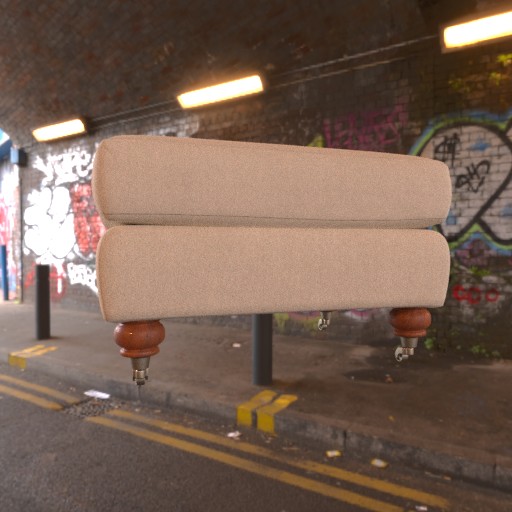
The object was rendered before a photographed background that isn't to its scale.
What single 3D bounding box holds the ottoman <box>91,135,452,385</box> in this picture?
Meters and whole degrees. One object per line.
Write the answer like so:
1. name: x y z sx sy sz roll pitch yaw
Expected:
1. ottoman: 0.000 0.000 1.131 0.773 0.499 0.569 0 1 -18
